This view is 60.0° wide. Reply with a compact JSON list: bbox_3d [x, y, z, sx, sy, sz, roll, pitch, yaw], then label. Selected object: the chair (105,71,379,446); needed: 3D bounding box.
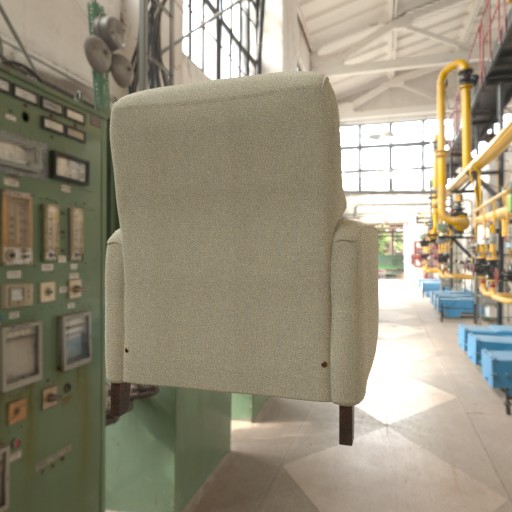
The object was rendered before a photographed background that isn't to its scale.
[{"bbox_3d":[0.000,0.000,1.604,0.850,1.006,0.853,0,0,17],"label":"chair"}]
